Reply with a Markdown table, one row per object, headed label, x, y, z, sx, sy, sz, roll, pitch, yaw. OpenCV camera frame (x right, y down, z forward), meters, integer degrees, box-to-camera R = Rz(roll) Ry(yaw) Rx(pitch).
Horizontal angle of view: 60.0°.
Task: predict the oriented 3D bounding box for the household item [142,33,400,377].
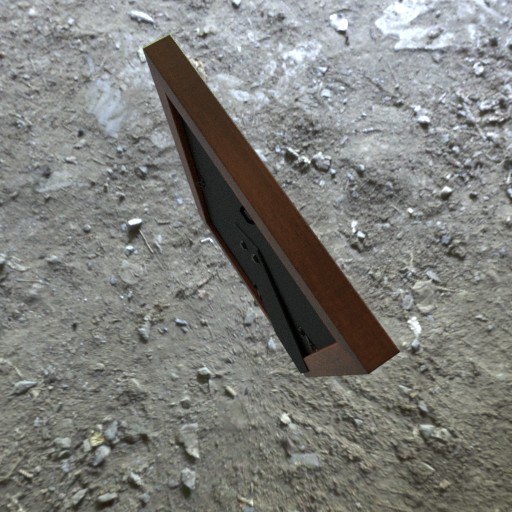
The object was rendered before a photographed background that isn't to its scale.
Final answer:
| label | x | y | z | sx | sy | sz | roll | pitch | yaw |
| --- | --- | --- | --- | --- | --- | --- | --- | --- | --- |
| household item | 0.000 | 0.000 | 0.334 | 0.020 | 0.250 | 0.200 | -32 | 77 | -8 |
